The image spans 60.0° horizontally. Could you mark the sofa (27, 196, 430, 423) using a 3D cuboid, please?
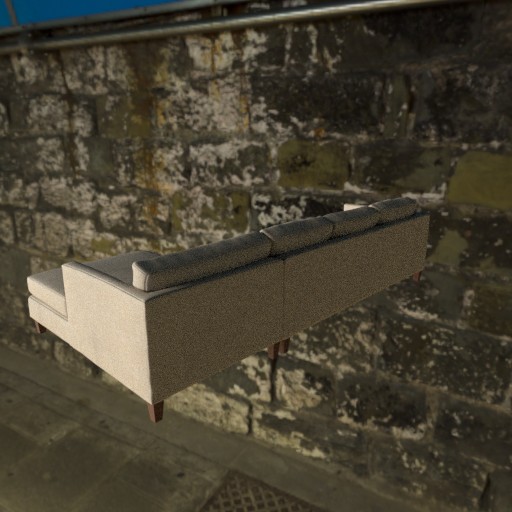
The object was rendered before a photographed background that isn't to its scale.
[{"bbox_3d":[0.000,0.000,3.777,1.625,0.846,3.186,15,22,42],"label":"sofa"}]
